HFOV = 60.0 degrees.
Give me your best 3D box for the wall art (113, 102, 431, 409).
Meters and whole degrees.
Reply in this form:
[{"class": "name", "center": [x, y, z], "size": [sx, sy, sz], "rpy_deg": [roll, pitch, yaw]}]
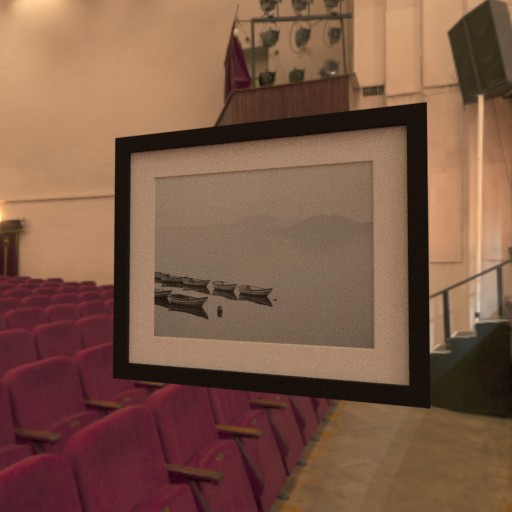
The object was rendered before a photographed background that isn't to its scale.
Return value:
[{"class": "wall art", "center": [0.000, 0.000, 0.547], "size": [0.397, 0.325, 0.028], "rpy_deg": [-1, -2, 19]}]
